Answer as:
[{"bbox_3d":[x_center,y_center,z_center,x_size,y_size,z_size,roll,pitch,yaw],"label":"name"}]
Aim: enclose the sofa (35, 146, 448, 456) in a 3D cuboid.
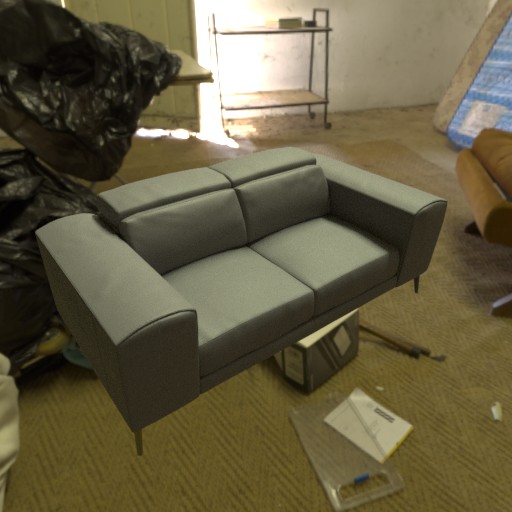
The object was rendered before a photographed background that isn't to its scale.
[{"bbox_3d":[0.000,0.000,2.346,1.895,0.779,1.003,-21,37,-31],"label":"sofa"}]
